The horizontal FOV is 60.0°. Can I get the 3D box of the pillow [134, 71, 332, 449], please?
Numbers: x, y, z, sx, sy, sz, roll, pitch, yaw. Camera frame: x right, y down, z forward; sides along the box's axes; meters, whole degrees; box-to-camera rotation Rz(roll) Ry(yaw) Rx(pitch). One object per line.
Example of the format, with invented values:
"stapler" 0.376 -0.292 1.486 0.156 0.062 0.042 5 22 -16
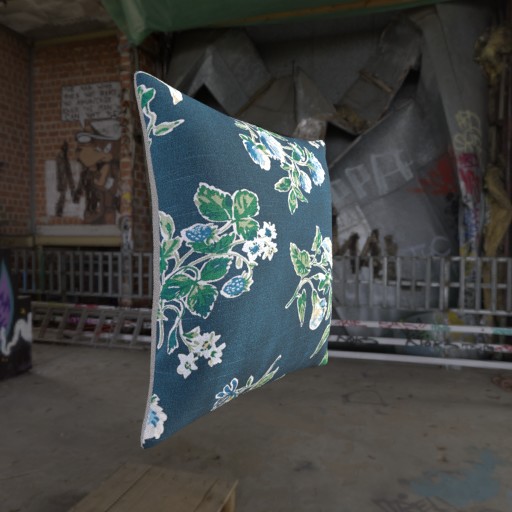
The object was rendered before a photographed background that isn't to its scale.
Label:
"pillow" 0.000 0.000 0.800 0.166 0.508 0.525 1 2 37
